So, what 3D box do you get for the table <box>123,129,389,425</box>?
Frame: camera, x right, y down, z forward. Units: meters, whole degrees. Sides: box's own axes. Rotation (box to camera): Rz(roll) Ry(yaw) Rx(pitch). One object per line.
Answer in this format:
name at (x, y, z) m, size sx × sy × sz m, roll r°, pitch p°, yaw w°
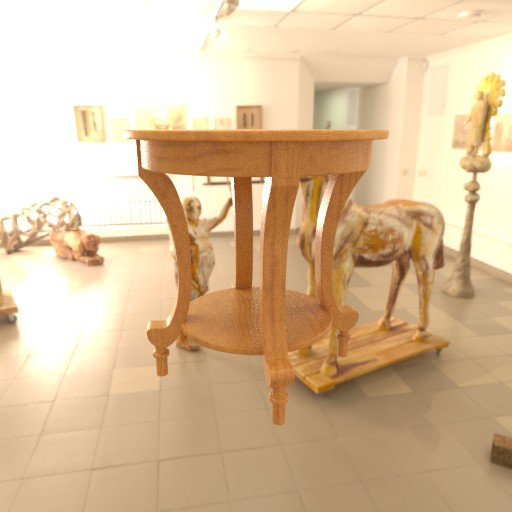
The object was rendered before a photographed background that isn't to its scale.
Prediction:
table at (0.000, 0.000, 1.118) m, size 0.597 × 0.612 × 0.597 m, roll 0°, pitch 16°, yaw 0°
